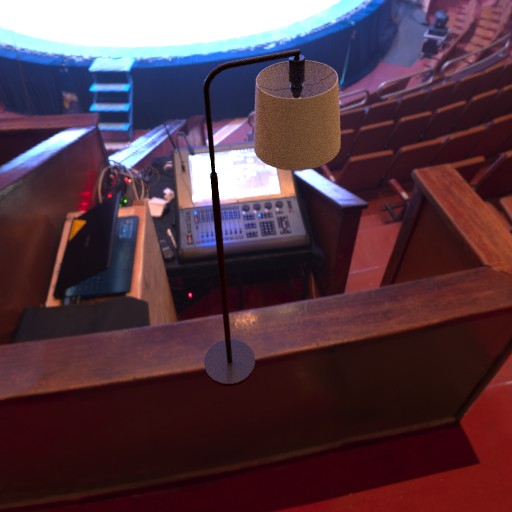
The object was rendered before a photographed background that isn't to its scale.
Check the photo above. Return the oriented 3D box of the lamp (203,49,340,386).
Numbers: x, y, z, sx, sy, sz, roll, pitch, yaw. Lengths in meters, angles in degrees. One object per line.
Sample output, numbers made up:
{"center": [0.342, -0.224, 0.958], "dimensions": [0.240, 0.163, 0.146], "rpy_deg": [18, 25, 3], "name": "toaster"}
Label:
{"center": [0.000, 0.000, 1.642], "dimensions": [0.508, 1.478, 0.254], "rpy_deg": [-10, 48, -9], "name": "lamp"}
